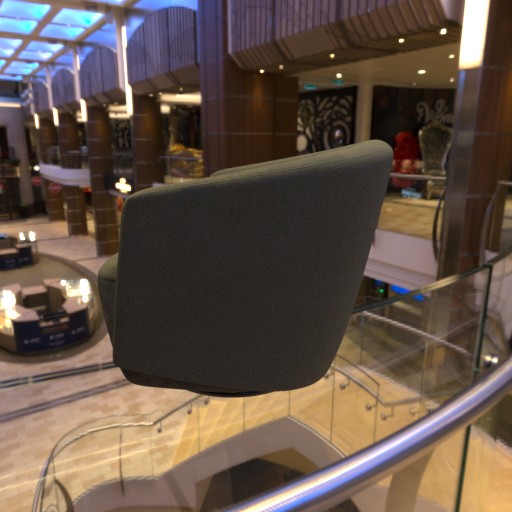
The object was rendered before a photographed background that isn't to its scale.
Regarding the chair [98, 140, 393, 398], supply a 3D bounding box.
[{"bbox_3d":[0.000,0.000,1.378,0.767,0.698,0.773,2,14,9],"label":"chair"}]
